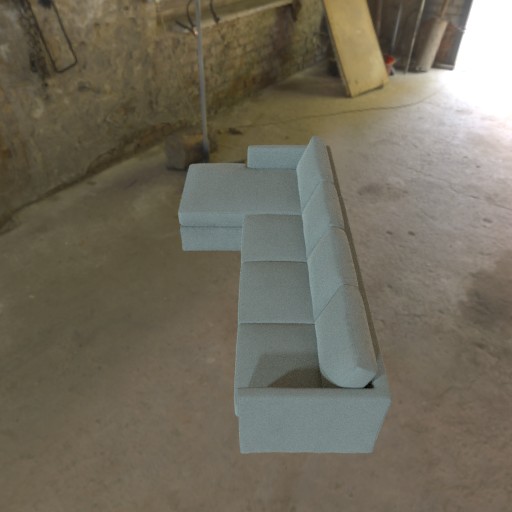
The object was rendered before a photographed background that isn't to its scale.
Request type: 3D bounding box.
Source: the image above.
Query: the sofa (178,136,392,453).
[{"bbox_3d":[0.000,0.000,3.990,1.650,0.922,3.205,0,41,0],"label":"sofa"}]
